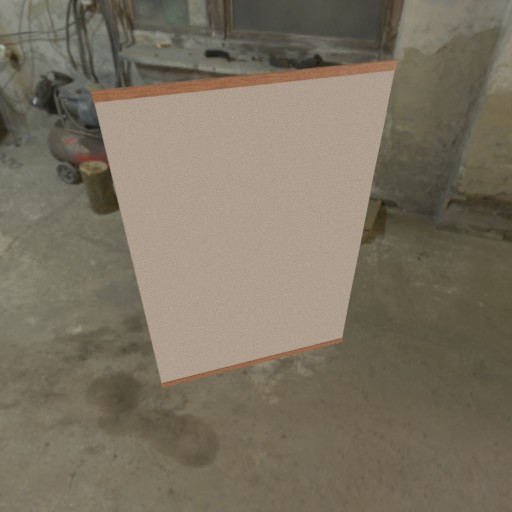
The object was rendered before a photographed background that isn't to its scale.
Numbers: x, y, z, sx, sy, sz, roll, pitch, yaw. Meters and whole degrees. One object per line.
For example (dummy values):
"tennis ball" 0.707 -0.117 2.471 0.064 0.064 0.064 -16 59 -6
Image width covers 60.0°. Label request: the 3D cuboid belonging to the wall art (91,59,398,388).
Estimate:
"wall art" 0.000 0.000 1.911 1.019 1.527 0.019 -11 42 -13
